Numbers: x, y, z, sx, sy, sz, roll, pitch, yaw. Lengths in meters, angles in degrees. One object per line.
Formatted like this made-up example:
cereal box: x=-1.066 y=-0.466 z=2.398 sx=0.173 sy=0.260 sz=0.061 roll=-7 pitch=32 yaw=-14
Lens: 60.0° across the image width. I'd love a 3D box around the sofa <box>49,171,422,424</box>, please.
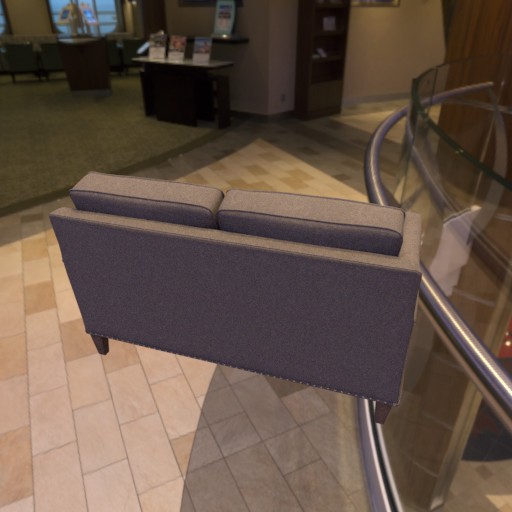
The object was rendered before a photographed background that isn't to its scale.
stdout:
sofa: x=0.000 y=0.000 z=2.272 sx=1.597 sy=1.003 sz=1.084 roll=9 pitch=31 yaw=16
